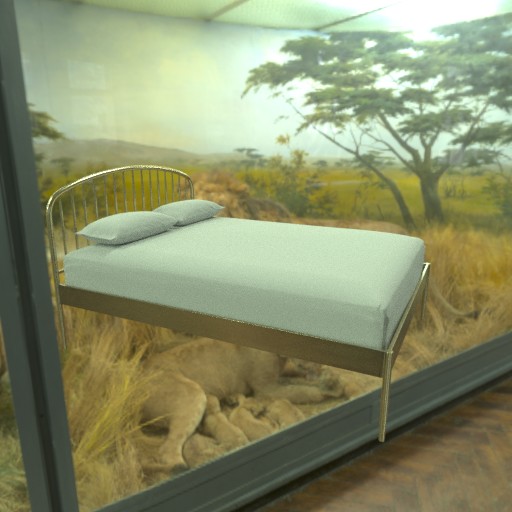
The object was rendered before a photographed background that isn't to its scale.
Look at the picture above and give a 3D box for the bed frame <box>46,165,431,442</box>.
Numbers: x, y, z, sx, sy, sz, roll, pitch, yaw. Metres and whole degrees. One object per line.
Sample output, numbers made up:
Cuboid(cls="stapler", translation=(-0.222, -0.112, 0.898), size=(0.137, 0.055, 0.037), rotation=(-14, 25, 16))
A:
Cuboid(cls="bed frame", translation=(0.000, 0.000, 3.088), size=(2.152, 1.175, 1.612), rotation=(7, 17, 25))
